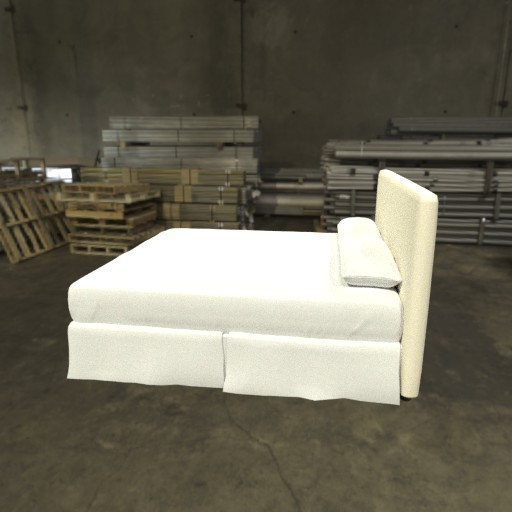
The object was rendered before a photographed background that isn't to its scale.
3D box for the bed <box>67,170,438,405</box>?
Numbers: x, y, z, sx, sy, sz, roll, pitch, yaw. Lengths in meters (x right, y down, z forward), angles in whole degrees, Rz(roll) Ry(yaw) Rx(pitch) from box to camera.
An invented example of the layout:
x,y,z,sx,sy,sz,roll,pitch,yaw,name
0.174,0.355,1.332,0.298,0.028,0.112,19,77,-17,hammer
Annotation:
x,y,z,sx,sy,sz,roll,pitch,yaw,name
0.000,0.000,3.671,2.341,1.317,2.119,2,15,9,bed
